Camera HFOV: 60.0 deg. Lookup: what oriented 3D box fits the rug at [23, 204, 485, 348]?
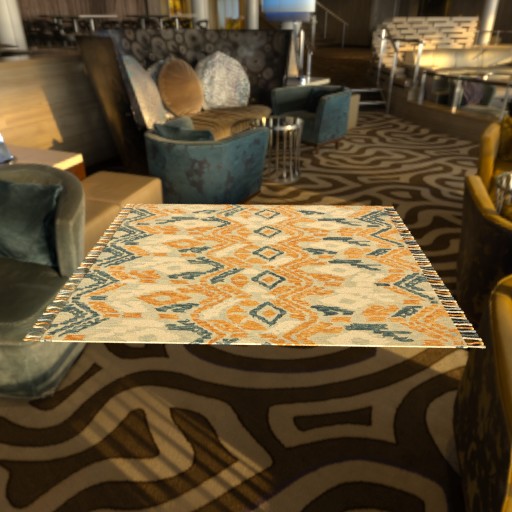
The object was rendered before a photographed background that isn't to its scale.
[{"bbox_3d":[0.000,0.000,3.974,3.048,0.010,2.439,1,28,1],"label":"rug"}]
